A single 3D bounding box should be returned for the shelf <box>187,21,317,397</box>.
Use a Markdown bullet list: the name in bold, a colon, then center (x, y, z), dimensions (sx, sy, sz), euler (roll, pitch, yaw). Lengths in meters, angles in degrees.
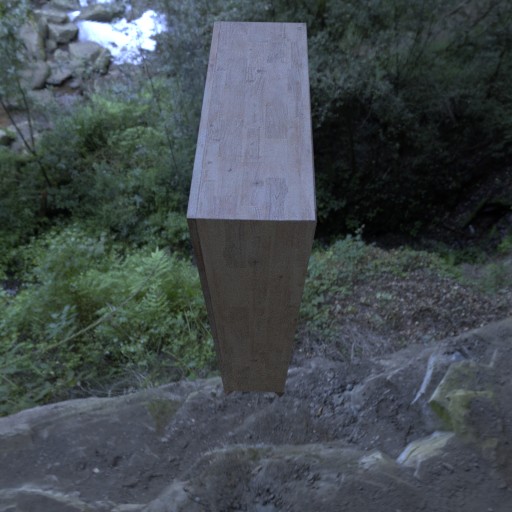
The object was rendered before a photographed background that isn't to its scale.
- **shelf**: center (0.000, 0.000, 1.765), dimensions (0.308, 1.471, 0.748), euler (1, 58, 1)
